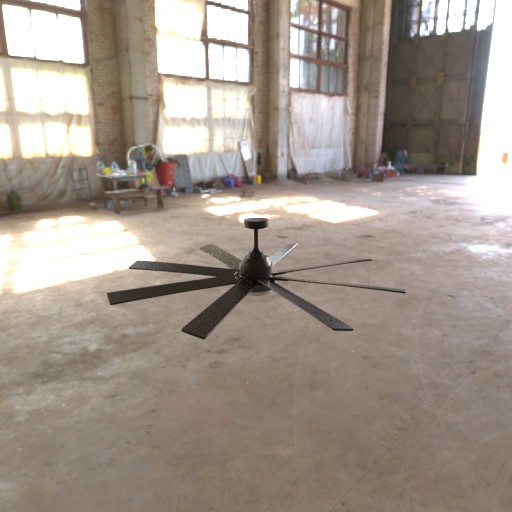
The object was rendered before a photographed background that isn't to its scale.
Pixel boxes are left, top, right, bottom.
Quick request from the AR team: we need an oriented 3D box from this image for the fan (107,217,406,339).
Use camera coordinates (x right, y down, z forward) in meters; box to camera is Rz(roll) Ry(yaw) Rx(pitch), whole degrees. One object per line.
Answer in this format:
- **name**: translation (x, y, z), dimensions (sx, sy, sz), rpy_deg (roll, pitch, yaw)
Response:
- **fan**: translation (0.000, 0.000, 2.811), dimensions (1.830, 0.472, 1.830), rpy_deg (-7, 17, -26)
